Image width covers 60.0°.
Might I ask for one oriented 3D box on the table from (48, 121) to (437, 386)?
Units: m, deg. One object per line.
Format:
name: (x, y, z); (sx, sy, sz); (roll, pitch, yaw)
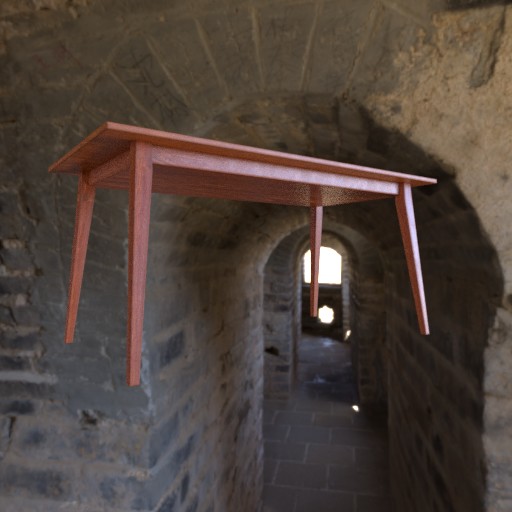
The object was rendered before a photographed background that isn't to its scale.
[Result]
table: (0.000, 0.000, 2.037); (1.609, 0.755, 0.811); (0, 0, -36)
